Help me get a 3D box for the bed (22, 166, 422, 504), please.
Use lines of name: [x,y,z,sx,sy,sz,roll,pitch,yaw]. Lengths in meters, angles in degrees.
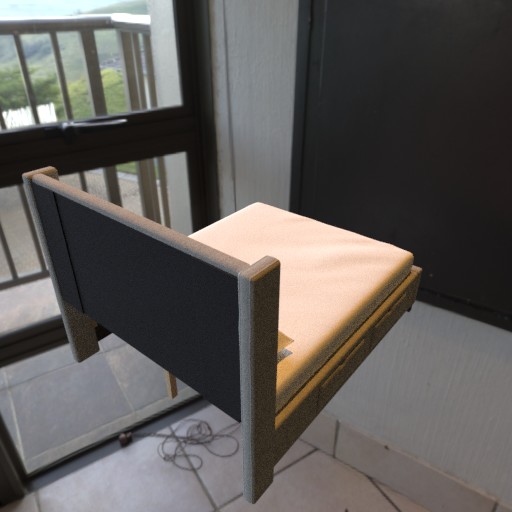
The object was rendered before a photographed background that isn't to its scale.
bed: [0.000,0.000,3.245,1.774,1.491,2.222,23,38,33]
